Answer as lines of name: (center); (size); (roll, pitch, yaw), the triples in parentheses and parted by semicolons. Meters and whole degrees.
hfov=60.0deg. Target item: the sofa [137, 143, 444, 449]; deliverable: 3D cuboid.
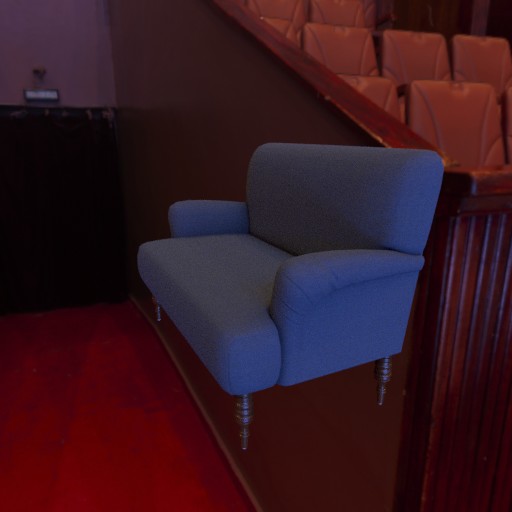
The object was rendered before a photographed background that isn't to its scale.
sofa: (0.000, 0.000, 1.851); (0.779, 0.889, 1.297); (-7, 17, -25)
